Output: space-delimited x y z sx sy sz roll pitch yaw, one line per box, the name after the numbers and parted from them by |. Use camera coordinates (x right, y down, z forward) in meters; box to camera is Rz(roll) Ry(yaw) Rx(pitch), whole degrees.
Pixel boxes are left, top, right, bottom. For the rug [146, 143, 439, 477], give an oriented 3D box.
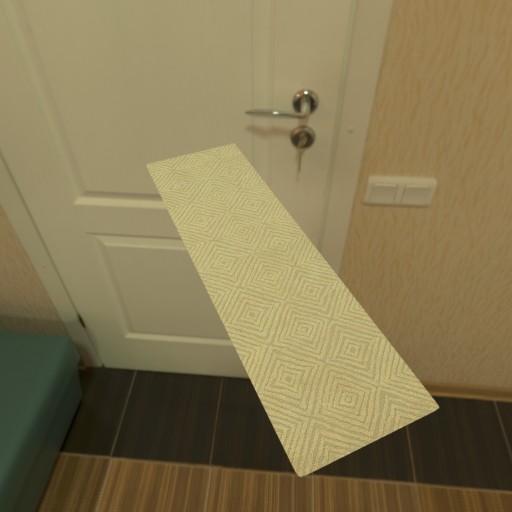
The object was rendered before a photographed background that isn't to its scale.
0.000 0.000 2.499 0.676 0.008 2.277 -18 48 -17 | rug
